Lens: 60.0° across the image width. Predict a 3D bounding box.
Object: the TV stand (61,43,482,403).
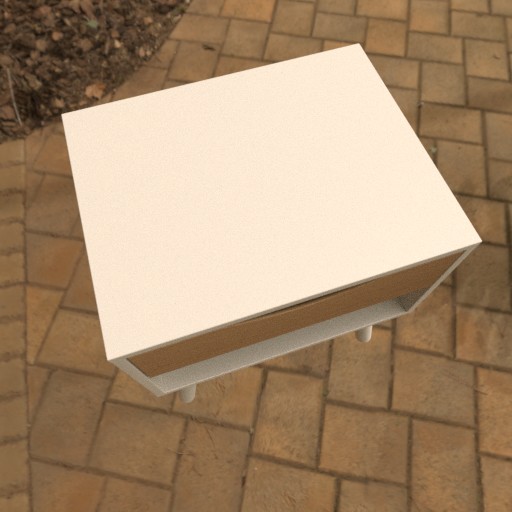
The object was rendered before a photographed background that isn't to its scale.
[{"bbox_3d":[0.000,0.000,0.897,0.508,0.559,0.405,-17,66,-8],"label":"TV stand"}]
